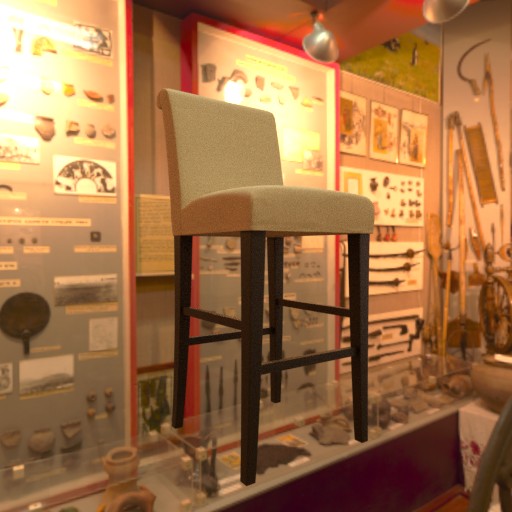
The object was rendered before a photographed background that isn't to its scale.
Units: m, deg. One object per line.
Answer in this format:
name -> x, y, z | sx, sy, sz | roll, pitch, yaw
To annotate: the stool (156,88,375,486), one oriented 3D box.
stool -> 0.000, 0.000, 1.427 | 0.452, 1.124, 0.597 | -1, 1, -35
